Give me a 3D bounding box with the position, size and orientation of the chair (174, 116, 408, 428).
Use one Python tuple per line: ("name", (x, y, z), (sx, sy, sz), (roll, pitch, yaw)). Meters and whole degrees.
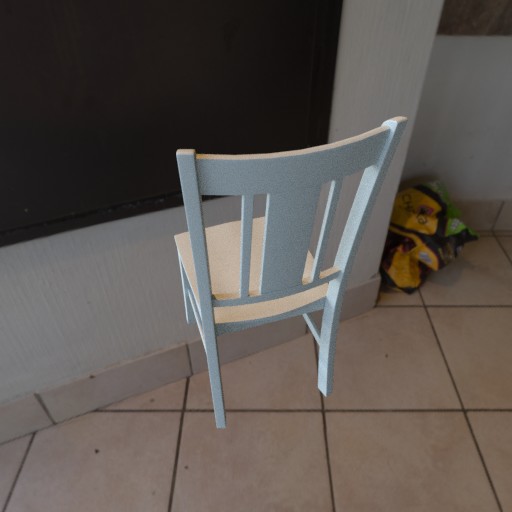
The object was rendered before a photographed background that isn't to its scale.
("chair", (0.000, 0.000, 1.307), (0.450, 0.998, 0.555), (-12, 42, -14))
